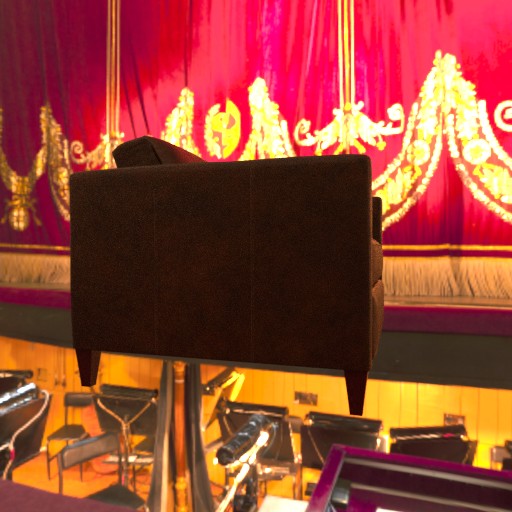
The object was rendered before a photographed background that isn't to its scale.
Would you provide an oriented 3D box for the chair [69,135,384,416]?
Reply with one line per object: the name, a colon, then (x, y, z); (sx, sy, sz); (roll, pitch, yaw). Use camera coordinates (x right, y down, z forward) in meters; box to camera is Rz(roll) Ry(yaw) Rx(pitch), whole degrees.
chair: (0.000, 0.000, 1.764); (0.975, 0.864, 0.990); (0, 0, 18)
